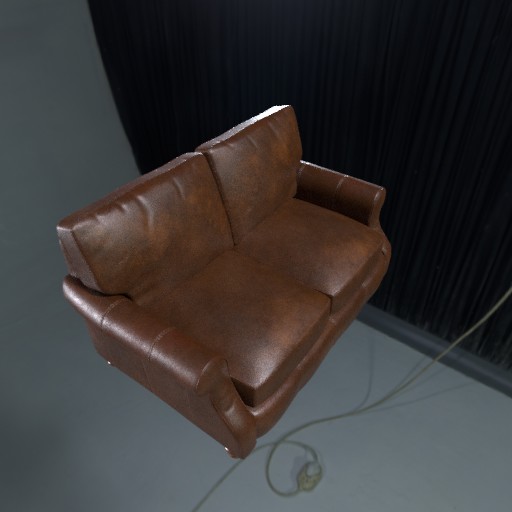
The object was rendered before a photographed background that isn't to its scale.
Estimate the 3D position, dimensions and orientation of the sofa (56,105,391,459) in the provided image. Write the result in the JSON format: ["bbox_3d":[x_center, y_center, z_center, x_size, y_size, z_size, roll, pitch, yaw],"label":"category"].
[{"bbox_3d":[0.000,0.000,2.216,0.990,0.976,1.616,24,45,27],"label":"sofa"}]
